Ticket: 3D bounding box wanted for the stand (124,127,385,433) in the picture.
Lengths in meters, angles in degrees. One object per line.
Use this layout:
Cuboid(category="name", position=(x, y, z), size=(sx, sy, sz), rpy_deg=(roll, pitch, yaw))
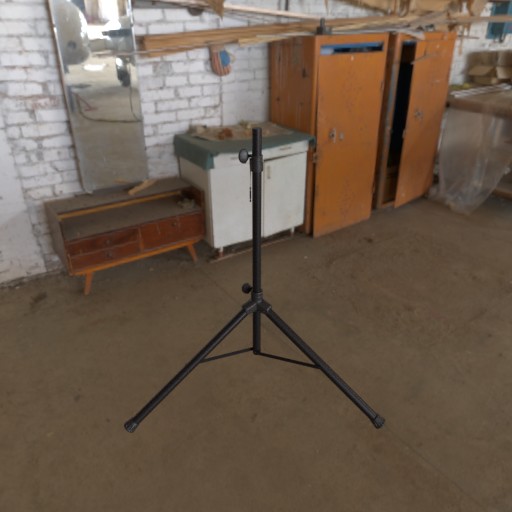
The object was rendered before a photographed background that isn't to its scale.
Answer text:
Cuboid(category="stand", position=(0.000, 0.000, 1.879), size=(1.045, 1.136, 0.907), rpy_deg=(0, 29, 0))
